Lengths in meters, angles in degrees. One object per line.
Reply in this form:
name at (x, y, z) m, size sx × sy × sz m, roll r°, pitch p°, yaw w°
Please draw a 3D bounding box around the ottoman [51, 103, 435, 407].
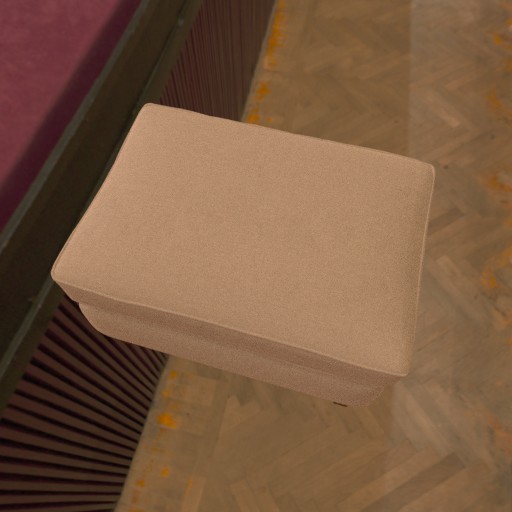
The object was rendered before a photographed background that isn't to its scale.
ottoman at (0.000, 0.000, 0.997) m, size 0.665 × 0.456 × 0.501 m, roll 14°, pitch 63°, yaw 7°
